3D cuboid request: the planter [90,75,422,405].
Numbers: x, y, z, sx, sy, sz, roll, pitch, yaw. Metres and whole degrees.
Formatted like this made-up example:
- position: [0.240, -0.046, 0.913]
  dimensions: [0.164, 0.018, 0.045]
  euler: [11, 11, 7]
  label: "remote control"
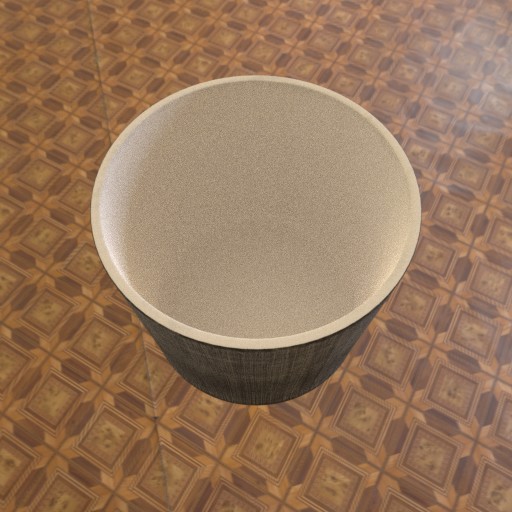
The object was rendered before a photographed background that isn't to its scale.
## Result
- position: [0.000, 0.000, 0.310]
  dimensions: [0.178, 0.157, 0.178]
  euler: [0, 62, 0]
  label: "planter"
